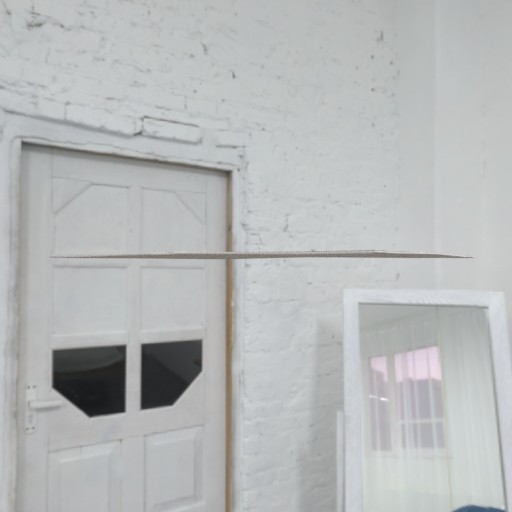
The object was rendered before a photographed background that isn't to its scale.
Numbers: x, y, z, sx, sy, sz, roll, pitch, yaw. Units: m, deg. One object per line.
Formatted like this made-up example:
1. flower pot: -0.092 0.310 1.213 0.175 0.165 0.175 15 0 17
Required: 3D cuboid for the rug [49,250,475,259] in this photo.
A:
1. rug: 0.000 0.000 2.930 2.342 0.030 1.609 -1 -1 38
